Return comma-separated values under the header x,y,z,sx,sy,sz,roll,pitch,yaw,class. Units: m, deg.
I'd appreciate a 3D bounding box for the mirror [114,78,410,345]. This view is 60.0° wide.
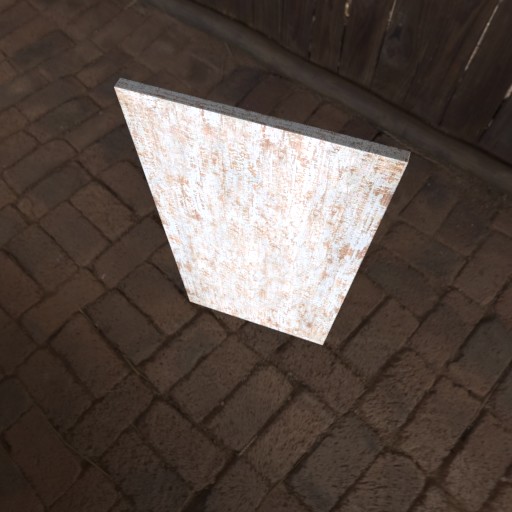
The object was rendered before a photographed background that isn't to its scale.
x,y,z,sx,sy,sz,roll,pitch,yaw,class
0.000,0.000,1.088,0.472,0.922,0.027,17,64,9,mirror
